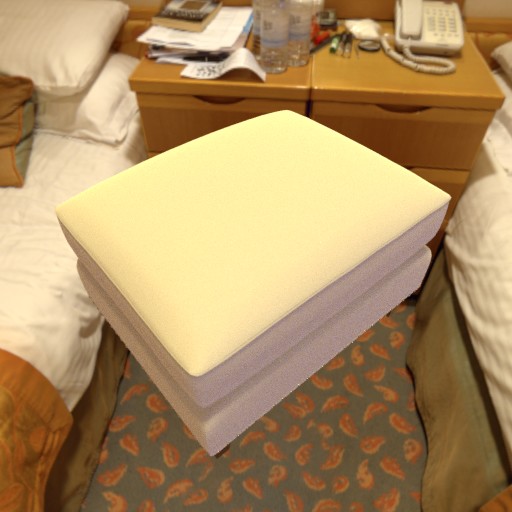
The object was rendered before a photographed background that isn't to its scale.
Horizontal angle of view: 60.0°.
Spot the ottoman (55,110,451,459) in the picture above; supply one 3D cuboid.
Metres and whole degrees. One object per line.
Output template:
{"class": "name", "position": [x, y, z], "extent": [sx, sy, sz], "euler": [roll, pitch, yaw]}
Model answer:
{"class": "ottoman", "position": [0.000, 0.000, 1.140], "extent": [0.741, 0.513, 0.584], "euler": [-31, 53, -27]}
